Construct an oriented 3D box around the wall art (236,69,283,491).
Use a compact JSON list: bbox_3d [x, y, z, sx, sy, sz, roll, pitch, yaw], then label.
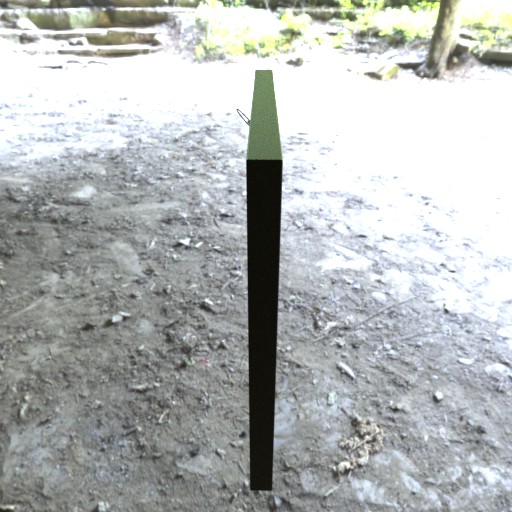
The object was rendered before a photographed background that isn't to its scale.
[{"bbox_3d":[0.000,0.000,0.511,0.038,0.349,0.349,0,31,1],"label":"wall art"}]
